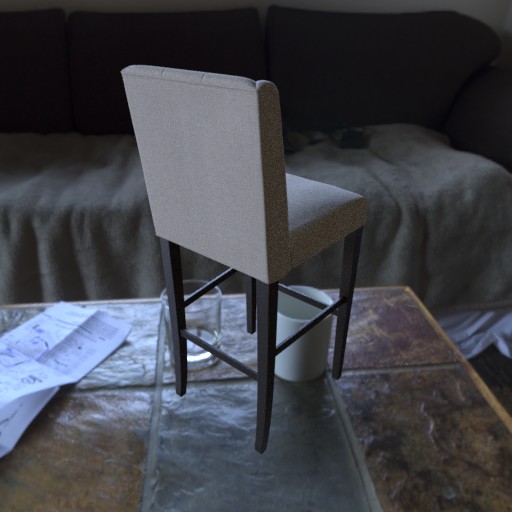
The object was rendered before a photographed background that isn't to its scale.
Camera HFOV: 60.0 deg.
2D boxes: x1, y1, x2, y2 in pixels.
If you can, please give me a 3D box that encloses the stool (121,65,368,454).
[{"bbox_3d":[0.000,0.000,1.379,0.474,1.116,0.509,22,36,33],"label":"stool"}]
